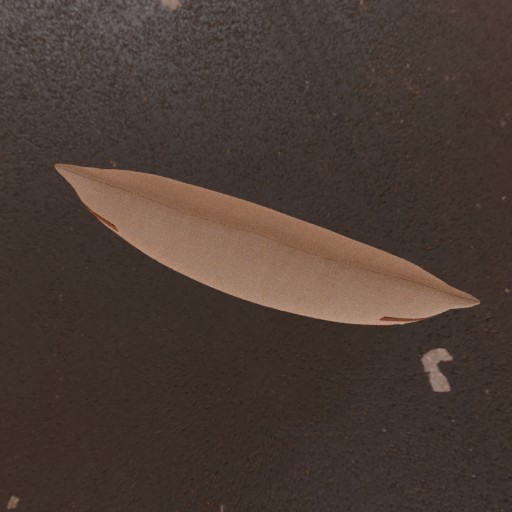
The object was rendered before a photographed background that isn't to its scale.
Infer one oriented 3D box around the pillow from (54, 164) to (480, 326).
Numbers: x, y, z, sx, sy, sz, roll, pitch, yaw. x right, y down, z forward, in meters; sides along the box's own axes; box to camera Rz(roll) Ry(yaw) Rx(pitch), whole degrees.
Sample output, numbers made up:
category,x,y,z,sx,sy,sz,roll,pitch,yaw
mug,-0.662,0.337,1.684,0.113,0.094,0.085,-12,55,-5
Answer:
category,x,y,z,sx,sy,sz,roll,pitch,yaw
pillow,0.000,0.000,0.737,0.612,0.308,0.148,18,78,4
